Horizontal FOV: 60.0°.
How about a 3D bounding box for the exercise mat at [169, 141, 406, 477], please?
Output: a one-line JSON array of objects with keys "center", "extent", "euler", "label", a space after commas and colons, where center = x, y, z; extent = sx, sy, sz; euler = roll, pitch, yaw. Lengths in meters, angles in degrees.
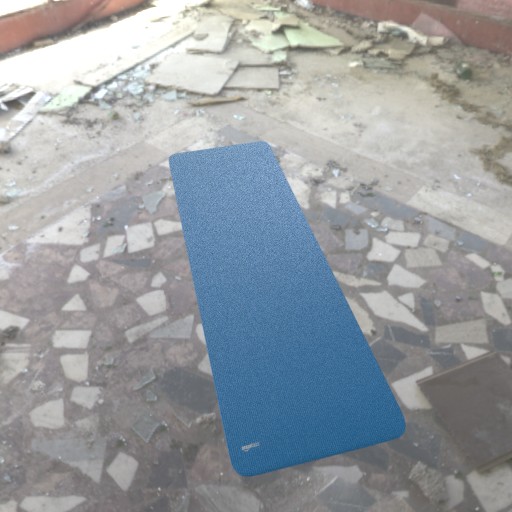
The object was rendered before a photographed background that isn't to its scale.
[{"center": [0.000, 0.000, 2.073], "extent": [0.616, 0.021, 1.869], "euler": [-11, 48, -10], "label": "exercise mat"}]
